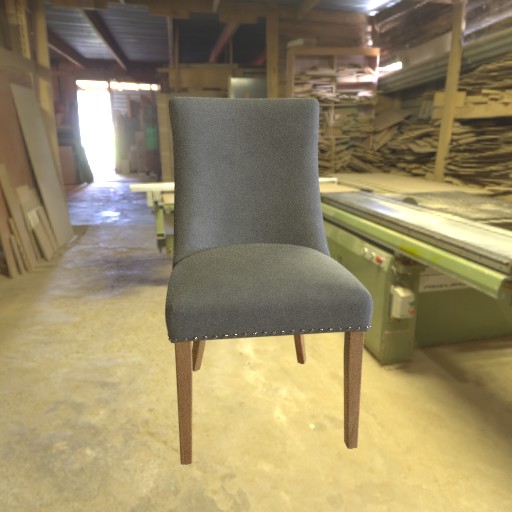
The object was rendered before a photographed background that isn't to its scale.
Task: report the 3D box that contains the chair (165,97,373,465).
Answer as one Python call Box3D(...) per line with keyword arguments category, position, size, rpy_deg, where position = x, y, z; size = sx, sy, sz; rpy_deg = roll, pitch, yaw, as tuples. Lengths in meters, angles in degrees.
Box3D(category="chair", position=(0.000, 0.000, 1.277), size=(0.495, 0.902, 0.610), rpy_deg=(-2, 15, -7))
